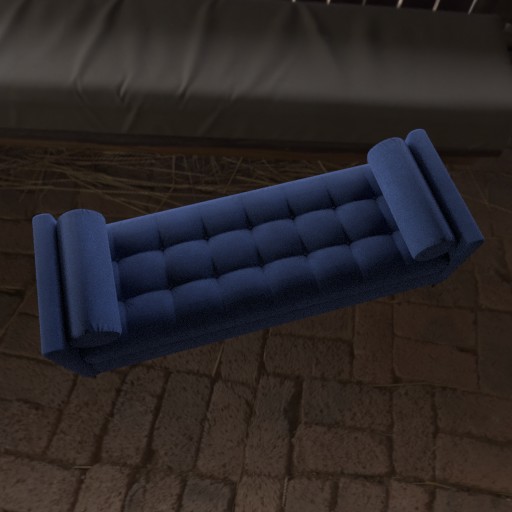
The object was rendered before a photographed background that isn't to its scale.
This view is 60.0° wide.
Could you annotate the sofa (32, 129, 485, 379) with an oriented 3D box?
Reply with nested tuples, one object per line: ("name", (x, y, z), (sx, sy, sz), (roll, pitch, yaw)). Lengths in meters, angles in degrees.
("sofa", (0.000, 0.000, 2.303), (1.981, 0.635, 0.686), (-14, 66, -6))
